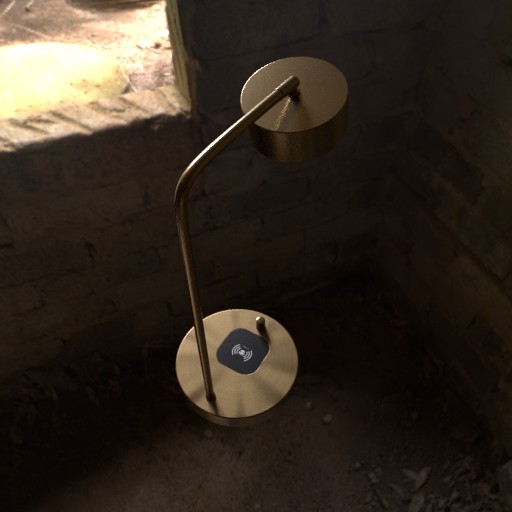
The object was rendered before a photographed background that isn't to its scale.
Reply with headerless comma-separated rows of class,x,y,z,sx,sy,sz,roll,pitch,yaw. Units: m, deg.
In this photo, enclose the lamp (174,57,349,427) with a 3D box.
lamp,0.000,0.000,0.526,0.171,0.380,0.270,24,51,21
